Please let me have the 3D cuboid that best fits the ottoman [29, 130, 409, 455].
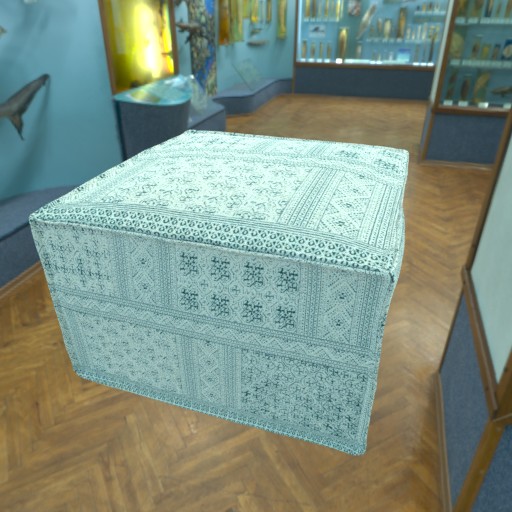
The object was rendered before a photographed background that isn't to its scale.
[{"bbox_3d":[0.000,0.000,1.009,0.626,0.439,0.617,10,31,16],"label":"ottoman"}]
